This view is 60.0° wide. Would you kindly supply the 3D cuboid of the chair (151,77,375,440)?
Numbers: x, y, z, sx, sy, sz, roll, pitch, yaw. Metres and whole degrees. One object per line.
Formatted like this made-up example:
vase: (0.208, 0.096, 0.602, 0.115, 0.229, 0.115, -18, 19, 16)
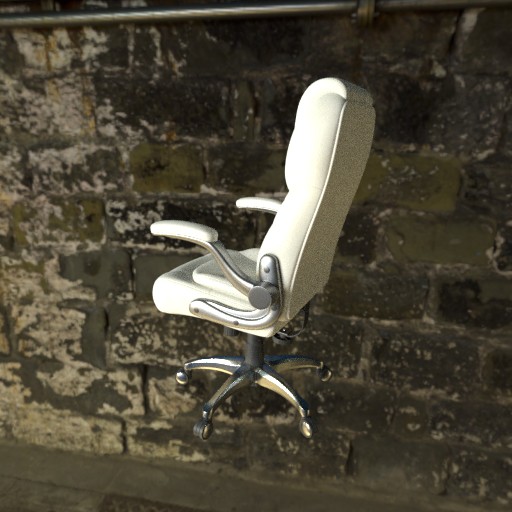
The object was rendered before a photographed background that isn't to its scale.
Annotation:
chair: (0.000, 0.000, 1.845, 0.806, 1.330, 0.755, 7, 17, 25)
